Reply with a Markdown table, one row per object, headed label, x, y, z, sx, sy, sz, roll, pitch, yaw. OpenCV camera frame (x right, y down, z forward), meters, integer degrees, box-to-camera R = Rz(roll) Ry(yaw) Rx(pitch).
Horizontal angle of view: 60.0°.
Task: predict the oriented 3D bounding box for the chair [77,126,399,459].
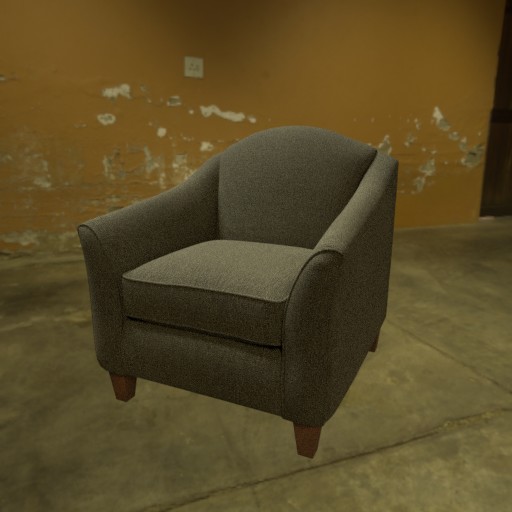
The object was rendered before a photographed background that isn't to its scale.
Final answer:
| label | x | y | z | sx | sy | sz | roll | pitch | yaw |
| --- | --- | --- | --- | --- | --- | --- | --- | --- | --- |
| chair | 0.000 | 0.000 | 1.444 | 0.763 | 0.839 | 0.787 | 7 | 15 | 24 |
